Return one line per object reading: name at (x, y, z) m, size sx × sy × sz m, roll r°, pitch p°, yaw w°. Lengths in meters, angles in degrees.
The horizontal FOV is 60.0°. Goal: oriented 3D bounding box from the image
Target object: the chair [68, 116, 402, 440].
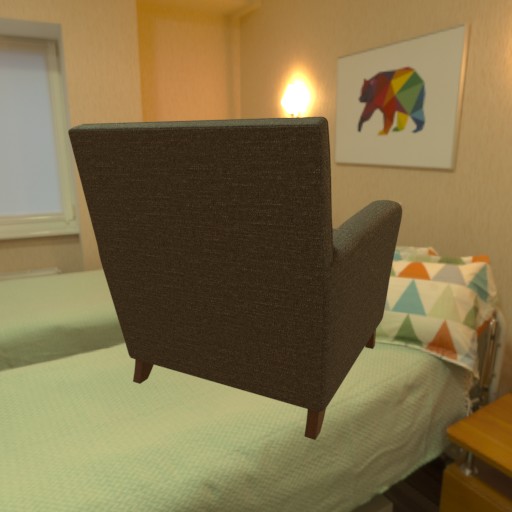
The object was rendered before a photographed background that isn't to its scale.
chair at (0.000, 0.000, 1.575) m, size 0.838 × 0.885 × 0.875 m, roll 7°, pitch 16°, yaw 27°
